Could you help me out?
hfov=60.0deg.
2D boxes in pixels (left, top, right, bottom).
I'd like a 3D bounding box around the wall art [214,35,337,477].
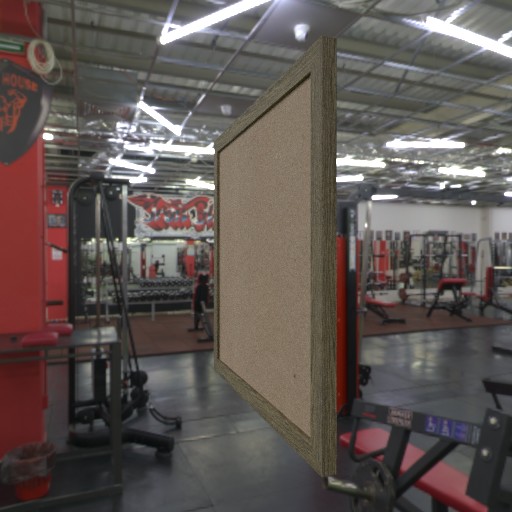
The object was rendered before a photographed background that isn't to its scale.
[{"bbox_3d":[0.000,0.000,0.751,0.019,0.508,0.508,0,0,-20],"label":"wall art"}]
